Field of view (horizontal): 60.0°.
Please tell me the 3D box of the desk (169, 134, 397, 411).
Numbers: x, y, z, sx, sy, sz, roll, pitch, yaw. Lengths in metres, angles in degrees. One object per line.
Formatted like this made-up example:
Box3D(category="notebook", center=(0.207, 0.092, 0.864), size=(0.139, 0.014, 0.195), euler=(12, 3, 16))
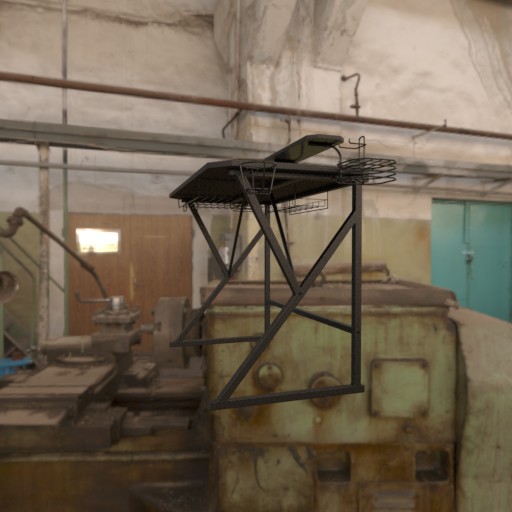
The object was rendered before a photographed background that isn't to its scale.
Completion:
Box3D(category="desk", center=(0.000, 0.000, 1.787), size=(0.580, 0.880, 1.290), euler=(0, 1, -19))
